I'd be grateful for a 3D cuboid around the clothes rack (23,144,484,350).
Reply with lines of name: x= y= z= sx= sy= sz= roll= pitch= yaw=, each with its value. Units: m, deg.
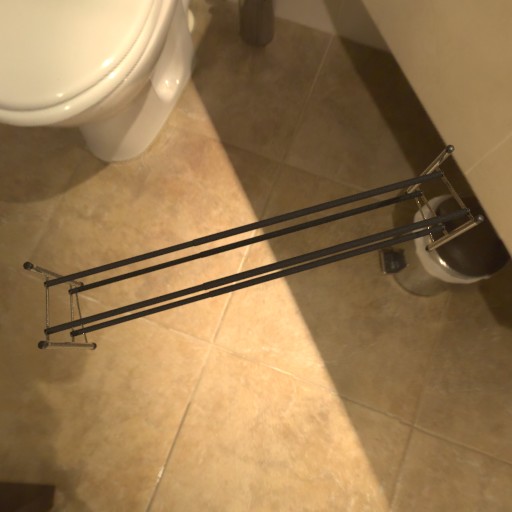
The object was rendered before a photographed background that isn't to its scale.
clothes rack: x=0.000 y=0.000 z=1.301 sx=1.168 sy=0.349 sz=0.229 roll=-16 pitch=78 yaw=-3
